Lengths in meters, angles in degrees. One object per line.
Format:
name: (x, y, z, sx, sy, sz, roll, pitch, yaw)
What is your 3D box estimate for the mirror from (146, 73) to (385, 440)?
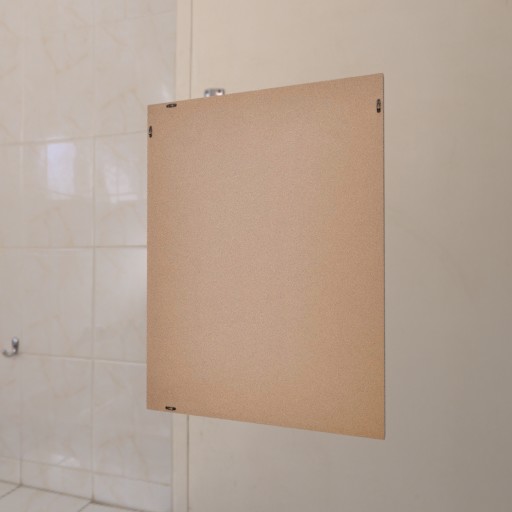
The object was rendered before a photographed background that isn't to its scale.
mirror: (0.000, 0.000, 1.368, 0.762, 1.016, 0.041, 0, -1, 20)
